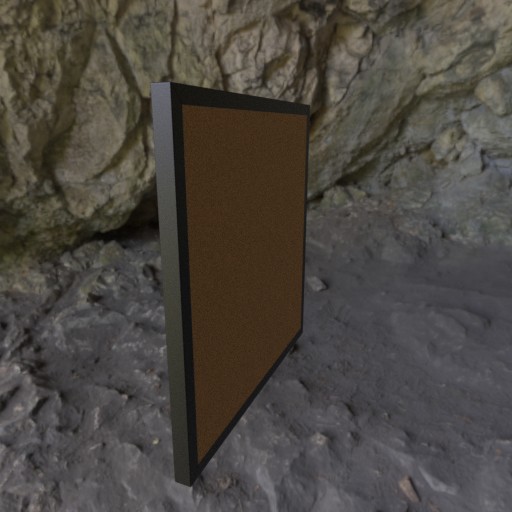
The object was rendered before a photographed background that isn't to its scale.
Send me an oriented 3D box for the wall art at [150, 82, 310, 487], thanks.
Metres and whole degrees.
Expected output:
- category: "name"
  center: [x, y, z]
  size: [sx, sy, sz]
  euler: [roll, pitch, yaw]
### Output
- category: "wall art"
  center: [0.000, 0.000, 1.134]
  size: [0.038, 0.765, 0.765]
  euler: [7, 17, 22]
